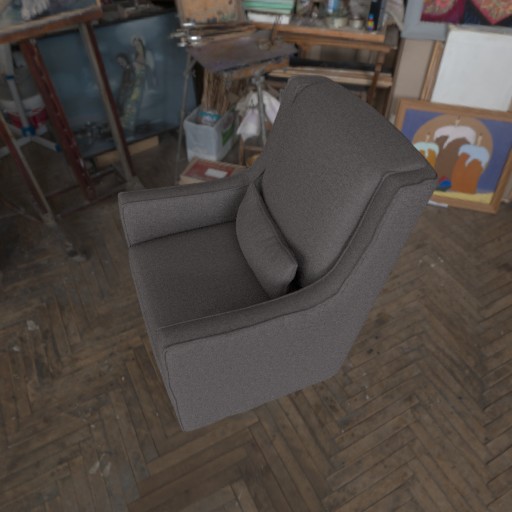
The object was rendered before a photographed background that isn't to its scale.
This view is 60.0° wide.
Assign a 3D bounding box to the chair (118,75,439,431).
[{"bbox_3d":[0.000,0.000,1.610,0.879,0.993,0.732,-16,49,-15],"label":"chair"}]
